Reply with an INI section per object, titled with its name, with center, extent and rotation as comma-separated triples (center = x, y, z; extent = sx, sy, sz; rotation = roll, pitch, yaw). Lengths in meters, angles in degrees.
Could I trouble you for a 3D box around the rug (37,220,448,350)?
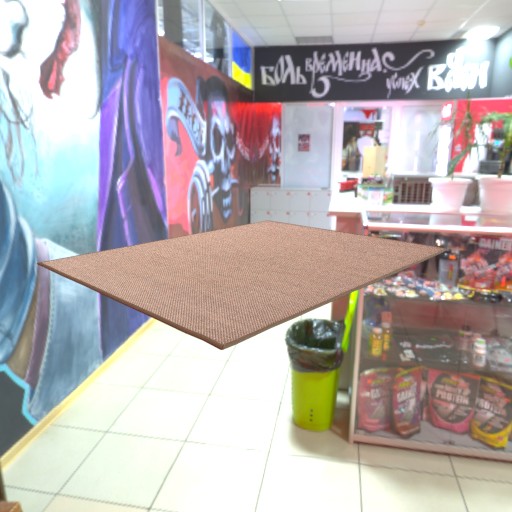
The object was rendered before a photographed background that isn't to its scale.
[rug]
center = 0.000, 0.000, 4.113
extent = 2.413, 0.020, 3.041
rotation = 13, 19, 42
